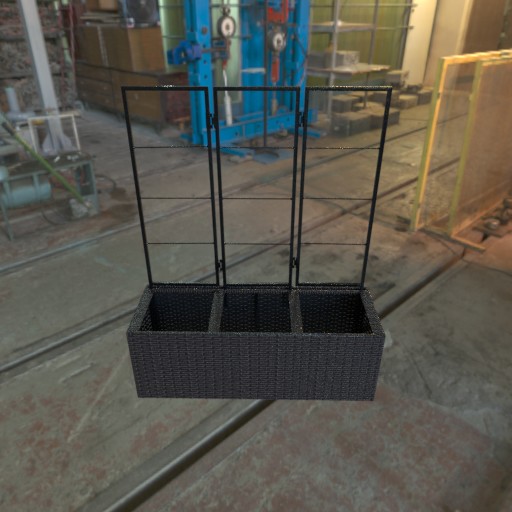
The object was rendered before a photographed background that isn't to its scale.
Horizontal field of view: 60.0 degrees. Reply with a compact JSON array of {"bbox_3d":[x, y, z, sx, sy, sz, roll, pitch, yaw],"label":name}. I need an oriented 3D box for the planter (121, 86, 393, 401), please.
[{"bbox_3d":[0.000,0.000,1.207,0.699,0.841,0.244,0,29,1],"label":"planter"}]
